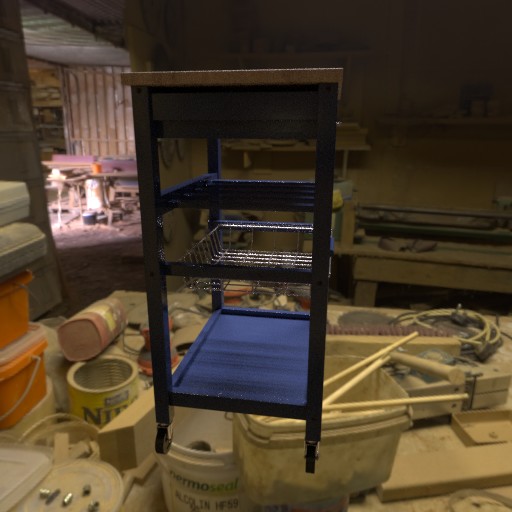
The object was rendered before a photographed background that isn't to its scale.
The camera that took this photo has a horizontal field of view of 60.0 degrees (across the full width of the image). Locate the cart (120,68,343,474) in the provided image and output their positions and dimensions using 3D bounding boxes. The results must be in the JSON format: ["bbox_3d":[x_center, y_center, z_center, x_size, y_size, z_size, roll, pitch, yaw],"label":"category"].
[{"bbox_3d":[0.000,0.000,1.158,0.403,0.839,0.584,3,17,10],"label":"cart"}]
